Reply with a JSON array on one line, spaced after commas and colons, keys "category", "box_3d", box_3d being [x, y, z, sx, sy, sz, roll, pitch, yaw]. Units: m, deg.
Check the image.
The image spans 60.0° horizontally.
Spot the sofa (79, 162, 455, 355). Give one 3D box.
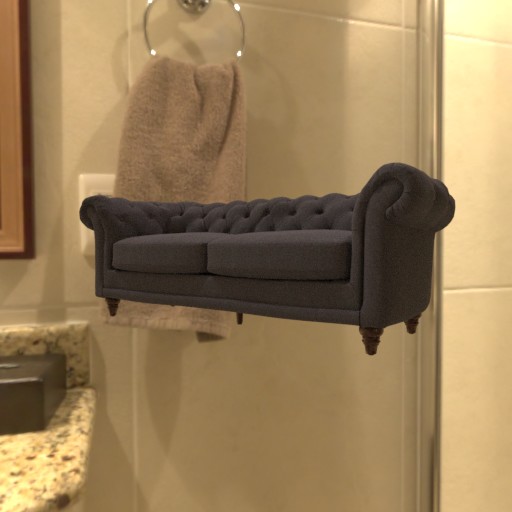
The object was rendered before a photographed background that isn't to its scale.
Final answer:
[{"category": "sofa", "box_3d": [0.000, 0.000, 2.822, 2.335, 0.836, 1.046, 1, 2, 36]}]
